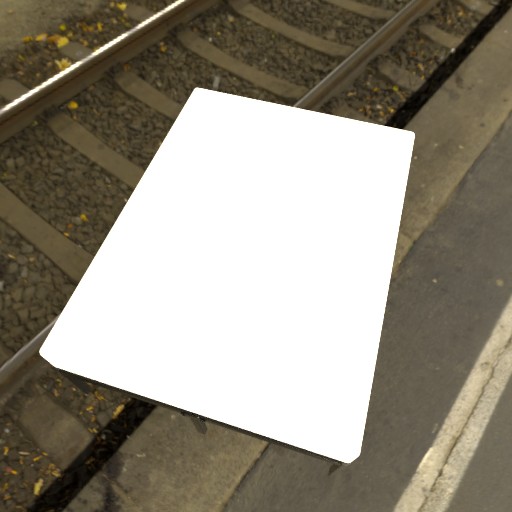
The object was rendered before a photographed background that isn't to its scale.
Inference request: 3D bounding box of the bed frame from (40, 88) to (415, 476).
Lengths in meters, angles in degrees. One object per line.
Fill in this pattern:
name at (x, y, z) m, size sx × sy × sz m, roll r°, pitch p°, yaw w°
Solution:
bed frame at (0.000, 0.000, 2.757) m, size 1.557 × 0.659 × 2.072 m, roll 15°, pitch 59°, yaw 9°
